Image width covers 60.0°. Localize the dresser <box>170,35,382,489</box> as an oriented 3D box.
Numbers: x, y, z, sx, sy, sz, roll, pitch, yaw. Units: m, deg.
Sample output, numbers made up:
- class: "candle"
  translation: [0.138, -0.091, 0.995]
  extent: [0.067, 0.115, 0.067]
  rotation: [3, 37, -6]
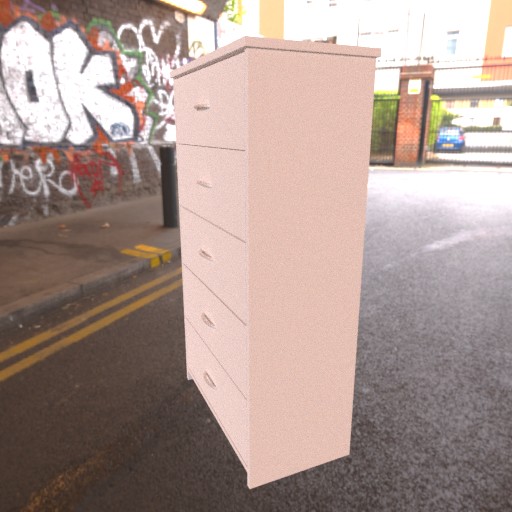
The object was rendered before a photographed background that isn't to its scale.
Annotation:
- class: "dresser"
  translation: [0.000, 0.000, 1.549]
  extent: [0.399, 1.255, 0.704]
  rotation: [-7, 17, -23]
